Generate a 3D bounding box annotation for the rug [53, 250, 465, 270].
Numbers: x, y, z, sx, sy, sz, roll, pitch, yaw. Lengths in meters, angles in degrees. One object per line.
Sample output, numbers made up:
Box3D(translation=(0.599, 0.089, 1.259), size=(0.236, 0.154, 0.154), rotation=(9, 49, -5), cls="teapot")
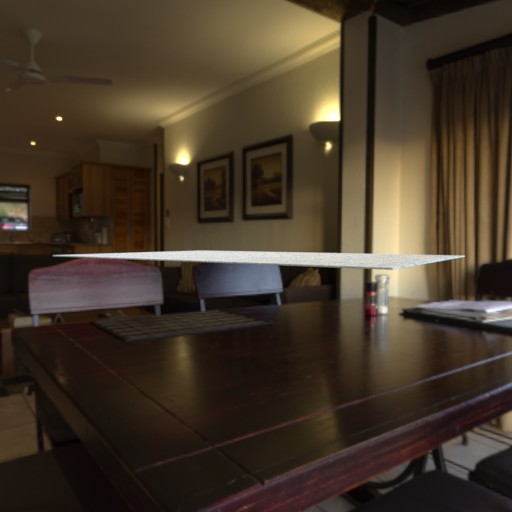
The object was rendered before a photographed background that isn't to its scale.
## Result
Box3D(translation=(0.000, 0.000, 2.251), size=(1.752, 0.006, 1.142), rotation=(2, 3, 35), cls="rug")
